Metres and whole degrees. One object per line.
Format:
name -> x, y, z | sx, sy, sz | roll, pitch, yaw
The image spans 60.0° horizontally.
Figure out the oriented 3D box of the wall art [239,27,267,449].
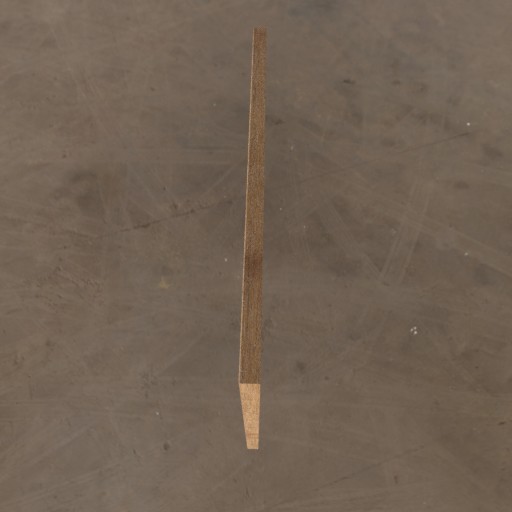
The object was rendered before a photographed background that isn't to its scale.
wall art -> 0.000, 0.000, 0.945 | 0.026, 0.588, 0.690 | 1, 60, 1
